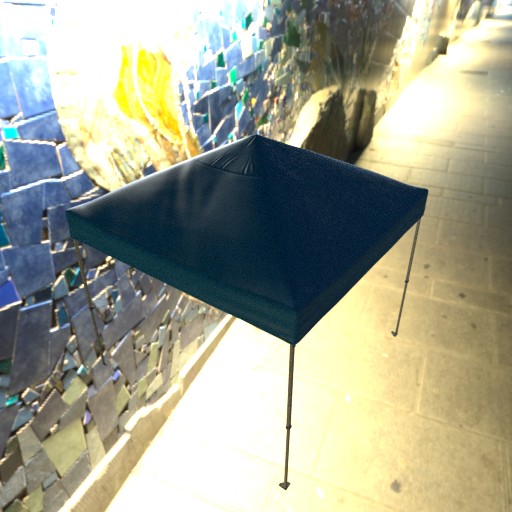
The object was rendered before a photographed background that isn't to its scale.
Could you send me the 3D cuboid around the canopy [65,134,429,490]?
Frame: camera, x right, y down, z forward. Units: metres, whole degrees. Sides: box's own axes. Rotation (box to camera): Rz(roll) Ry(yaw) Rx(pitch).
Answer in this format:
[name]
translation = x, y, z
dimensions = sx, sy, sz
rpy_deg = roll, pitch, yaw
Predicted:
[canopy]
translation = 0.000, 0.000, 5.448
dimensions = 2.996, 2.997, 2.998
rpy_deg = 21, 37, 31
